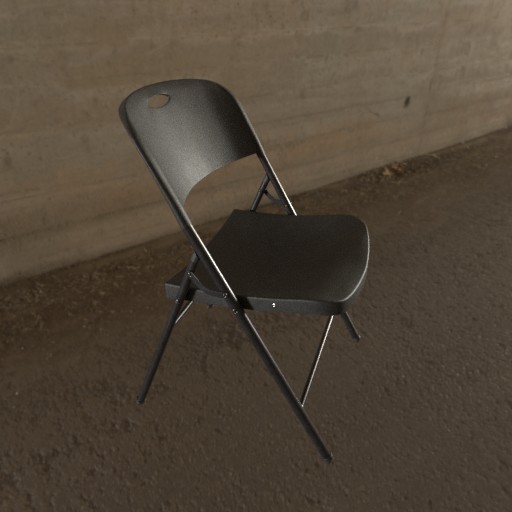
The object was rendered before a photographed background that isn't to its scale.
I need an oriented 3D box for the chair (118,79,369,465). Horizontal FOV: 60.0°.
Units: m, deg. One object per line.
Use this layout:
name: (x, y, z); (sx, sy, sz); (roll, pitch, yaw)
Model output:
chair: (0.000, 0.000, 1.156); (0.566, 0.810, 0.494); (11, 33, 17)
